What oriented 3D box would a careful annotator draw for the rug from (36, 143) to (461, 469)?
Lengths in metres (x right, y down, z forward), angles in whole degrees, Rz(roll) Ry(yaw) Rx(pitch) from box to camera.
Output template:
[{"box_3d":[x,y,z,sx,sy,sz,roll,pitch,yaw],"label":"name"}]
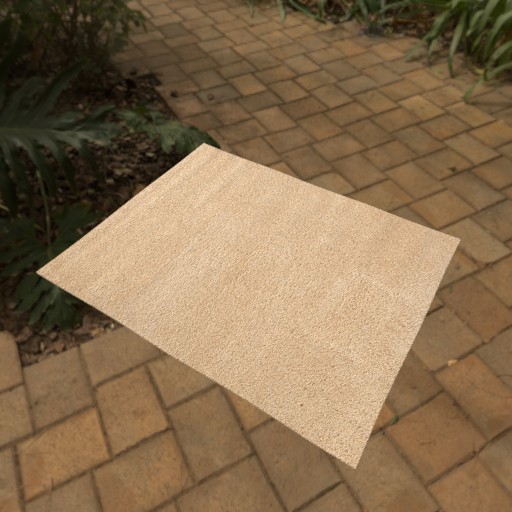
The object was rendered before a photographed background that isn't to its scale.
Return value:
[{"box_3d":[0.000,0.000,3.994,3.000,0.025,2.400,25,52,22],"label":"rug"}]
